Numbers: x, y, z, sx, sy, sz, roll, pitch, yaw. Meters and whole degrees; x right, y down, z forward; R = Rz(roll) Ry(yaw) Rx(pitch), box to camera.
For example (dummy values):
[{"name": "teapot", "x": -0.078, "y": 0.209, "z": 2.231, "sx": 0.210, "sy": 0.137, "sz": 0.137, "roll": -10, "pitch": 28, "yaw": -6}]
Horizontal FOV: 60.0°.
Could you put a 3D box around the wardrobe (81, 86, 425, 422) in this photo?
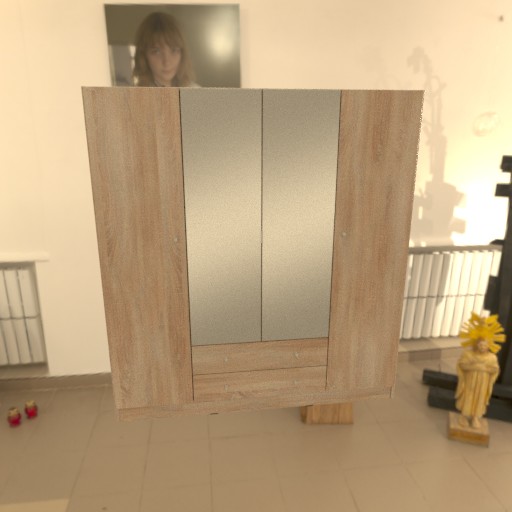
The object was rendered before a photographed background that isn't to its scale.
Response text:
[{"name": "wardrobe", "x": 0.000, "y": 0.000, "z": 3.091, "sx": 1.998, "sy": 2.159, "sz": 0.598, "roll": -2, "pitch": 17, "yaw": -8}]
